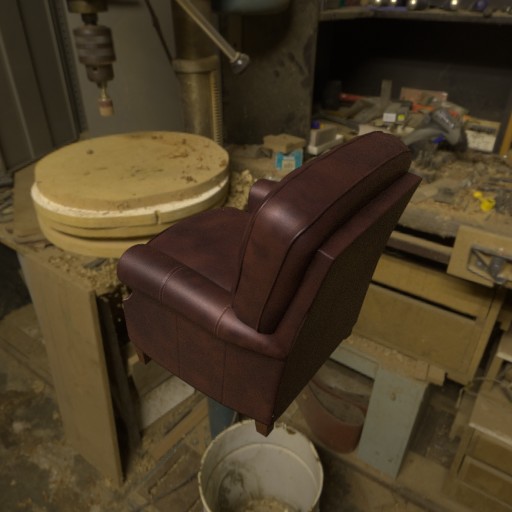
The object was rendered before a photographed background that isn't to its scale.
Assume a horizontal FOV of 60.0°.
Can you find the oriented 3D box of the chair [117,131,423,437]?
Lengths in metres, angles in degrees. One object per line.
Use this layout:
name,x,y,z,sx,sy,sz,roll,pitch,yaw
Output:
chair,0.000,0.000,1.777,0.986,1.018,0.936,21,38,30
